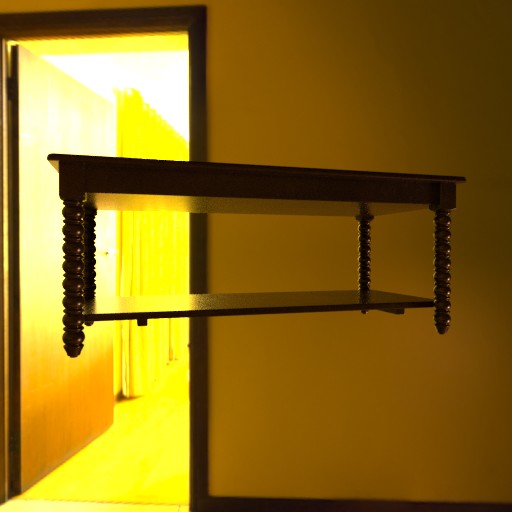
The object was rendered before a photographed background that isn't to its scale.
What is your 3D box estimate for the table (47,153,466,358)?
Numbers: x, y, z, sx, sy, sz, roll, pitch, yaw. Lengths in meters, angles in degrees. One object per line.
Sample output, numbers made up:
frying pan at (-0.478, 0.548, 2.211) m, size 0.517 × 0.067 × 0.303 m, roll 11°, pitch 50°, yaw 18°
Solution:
table at (0.000, 0.000, 1.457) m, size 1.171 × 0.487 × 0.580 m, roll 0°, pitch 1°, yaw -16°
